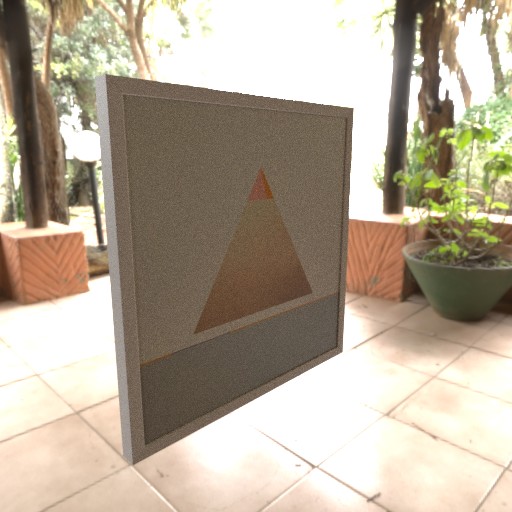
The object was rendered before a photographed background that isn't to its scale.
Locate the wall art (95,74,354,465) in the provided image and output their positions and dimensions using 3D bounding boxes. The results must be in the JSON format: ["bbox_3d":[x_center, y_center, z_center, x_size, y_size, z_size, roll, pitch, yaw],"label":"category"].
[{"bbox_3d":[0.000,0.000,1.118,0.041,0.765,0.768,12,18,43],"label":"wall art"}]
